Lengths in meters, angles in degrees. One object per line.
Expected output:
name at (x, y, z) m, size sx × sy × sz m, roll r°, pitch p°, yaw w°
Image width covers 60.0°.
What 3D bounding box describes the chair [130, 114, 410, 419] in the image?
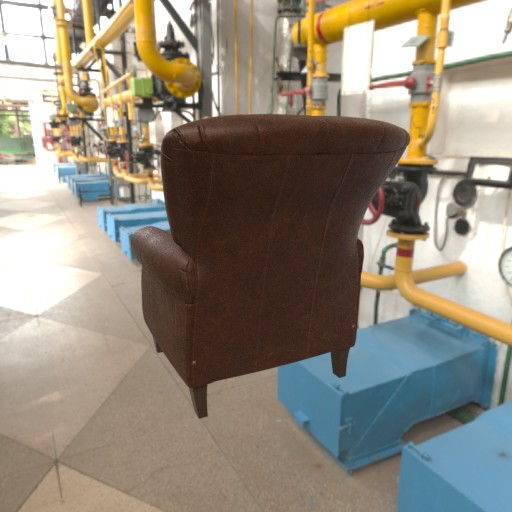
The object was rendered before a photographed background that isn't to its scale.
chair at (0.000, 0.000, 1.970) m, size 0.979 × 1.162 × 1.031 m, roll -7°, pitch 16°, yaw -26°
